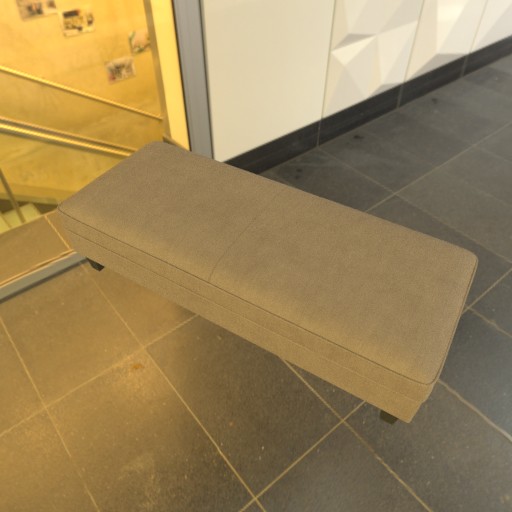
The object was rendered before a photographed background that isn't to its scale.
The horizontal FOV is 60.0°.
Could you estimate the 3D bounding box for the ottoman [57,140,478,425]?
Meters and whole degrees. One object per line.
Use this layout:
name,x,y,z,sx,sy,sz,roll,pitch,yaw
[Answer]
ottoman,0.000,0.000,2.054,1.764,0.470,0.751,23,50,21
